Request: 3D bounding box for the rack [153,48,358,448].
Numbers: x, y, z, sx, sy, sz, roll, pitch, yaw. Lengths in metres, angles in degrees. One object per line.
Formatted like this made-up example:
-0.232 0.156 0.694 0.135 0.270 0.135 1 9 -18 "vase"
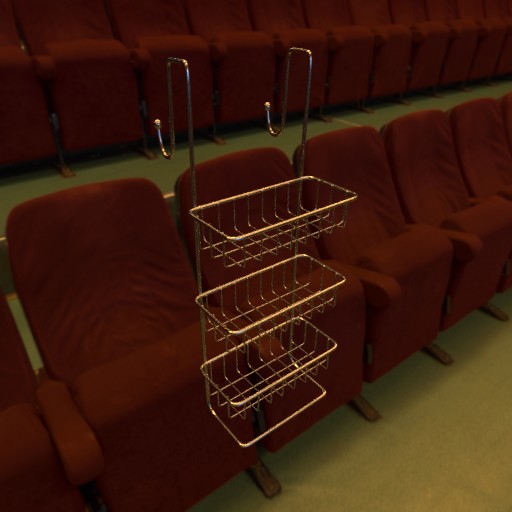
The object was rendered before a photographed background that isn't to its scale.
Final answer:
0.000 0.000 0.690 0.228 0.574 0.202 -21 36 -32 "rack"
